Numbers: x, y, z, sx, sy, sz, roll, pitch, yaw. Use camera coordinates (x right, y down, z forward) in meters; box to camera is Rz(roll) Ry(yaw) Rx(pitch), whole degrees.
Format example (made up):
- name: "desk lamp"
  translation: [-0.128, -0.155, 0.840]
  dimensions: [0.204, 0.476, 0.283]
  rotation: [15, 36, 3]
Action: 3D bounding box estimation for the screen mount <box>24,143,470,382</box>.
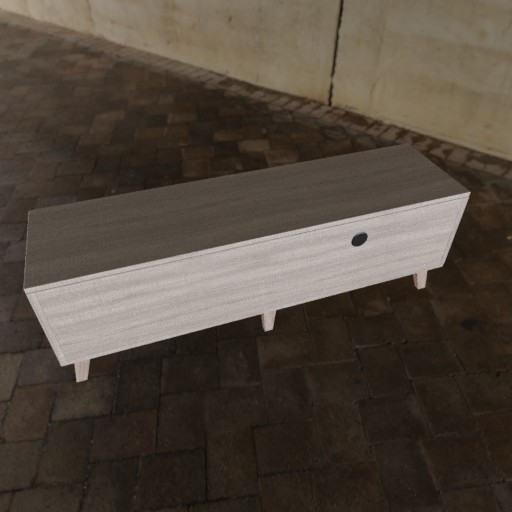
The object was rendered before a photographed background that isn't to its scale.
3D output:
- name: "screen mount"
  translation: [0.000, 0.000, 1.718]
  dimensions: [1.500, 0.509, 0.401]
  rotation: [-13, 43, -14]
